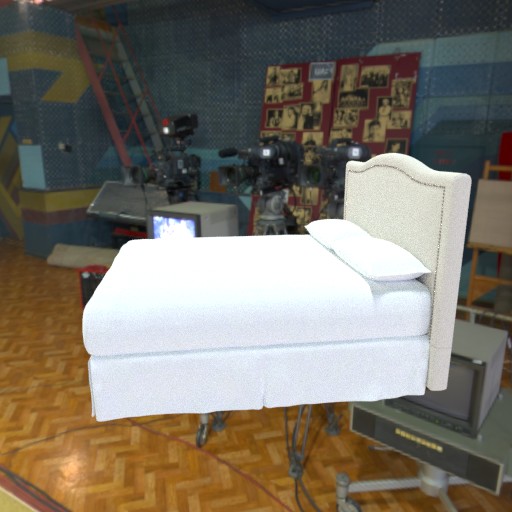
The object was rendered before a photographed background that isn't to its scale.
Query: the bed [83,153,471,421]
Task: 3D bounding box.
[{"bbox_3d":[0.000,0.000,3.239,2.143,1.460,1.753,-2,14,-8],"label":"bed"}]
